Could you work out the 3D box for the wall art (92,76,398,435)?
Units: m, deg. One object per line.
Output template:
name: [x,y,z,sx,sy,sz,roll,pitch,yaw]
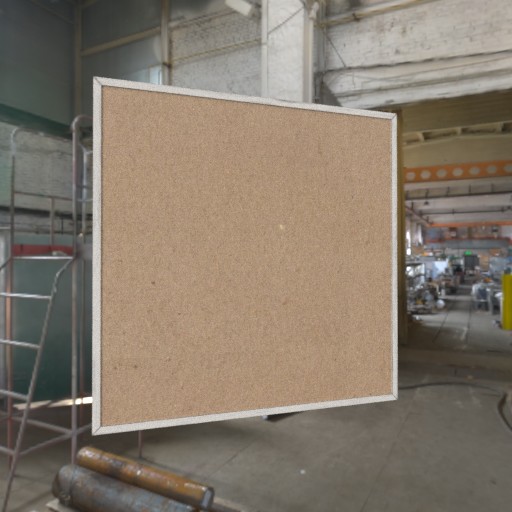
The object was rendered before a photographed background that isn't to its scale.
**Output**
wall art: [0.000,0.000,0.442,0.305,0.305,0.038,0,-1,-18]
